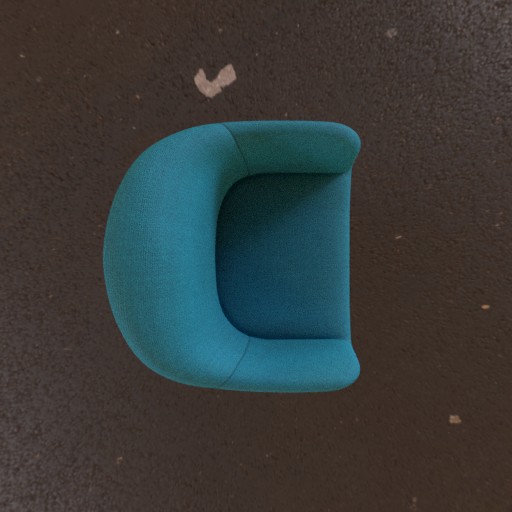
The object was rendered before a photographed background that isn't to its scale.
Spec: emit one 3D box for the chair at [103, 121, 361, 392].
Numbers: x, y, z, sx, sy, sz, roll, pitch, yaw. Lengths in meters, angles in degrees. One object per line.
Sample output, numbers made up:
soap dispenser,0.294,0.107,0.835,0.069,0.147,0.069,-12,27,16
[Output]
chair,0.000,0.000,1.179,0.550,0.795,0.590,0,91,1
